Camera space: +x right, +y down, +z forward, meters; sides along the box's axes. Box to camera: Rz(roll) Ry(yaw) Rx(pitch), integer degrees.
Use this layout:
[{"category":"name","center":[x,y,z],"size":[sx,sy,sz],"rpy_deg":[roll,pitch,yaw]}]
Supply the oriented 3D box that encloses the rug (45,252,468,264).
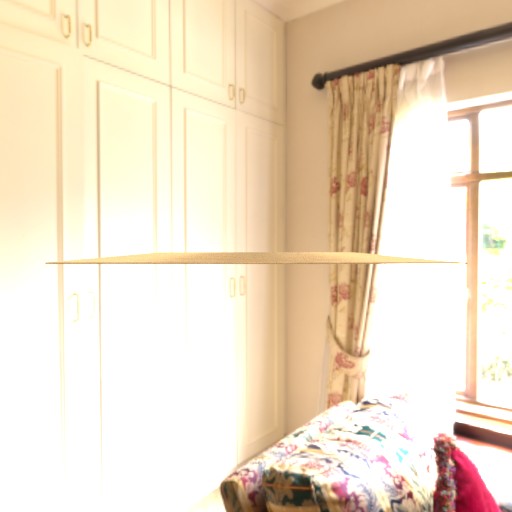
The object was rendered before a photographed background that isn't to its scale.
[{"category":"rug","center":[0.000,0.000,4.073],"size":[2.453,0.010,3.037],"rpy_deg":[0,2,0]}]
